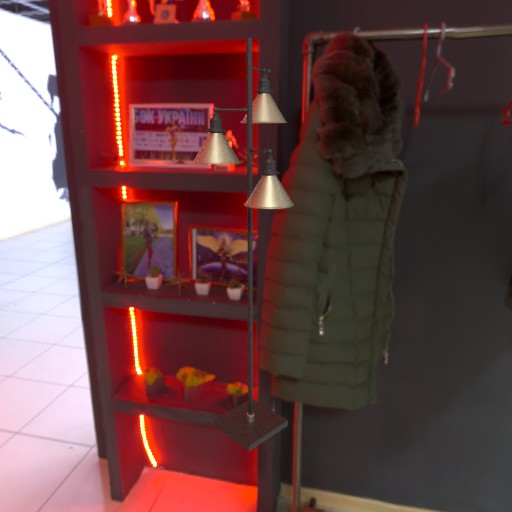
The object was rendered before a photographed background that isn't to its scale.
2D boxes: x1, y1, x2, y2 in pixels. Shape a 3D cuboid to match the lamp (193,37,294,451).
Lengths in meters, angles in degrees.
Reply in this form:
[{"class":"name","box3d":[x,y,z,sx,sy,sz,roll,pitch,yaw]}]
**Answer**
[{"class":"lamp","box3d":[0.000,0.000,1.909,0.428,1.716,0.415,-15,22,-42]}]
